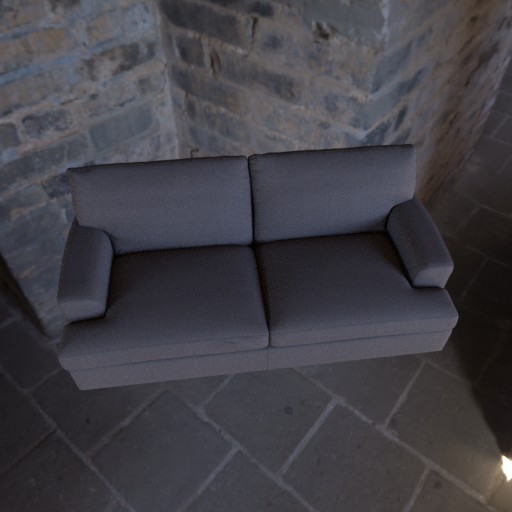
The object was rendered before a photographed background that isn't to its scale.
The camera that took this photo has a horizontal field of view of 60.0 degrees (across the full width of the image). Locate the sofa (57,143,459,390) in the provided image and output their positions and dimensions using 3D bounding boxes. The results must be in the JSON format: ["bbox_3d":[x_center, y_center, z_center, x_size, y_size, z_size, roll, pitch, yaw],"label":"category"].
[{"bbox_3d":[0.000,0.000,2.730,2.271,0.950,1.140,-5,46,-5],"label":"sofa"}]
